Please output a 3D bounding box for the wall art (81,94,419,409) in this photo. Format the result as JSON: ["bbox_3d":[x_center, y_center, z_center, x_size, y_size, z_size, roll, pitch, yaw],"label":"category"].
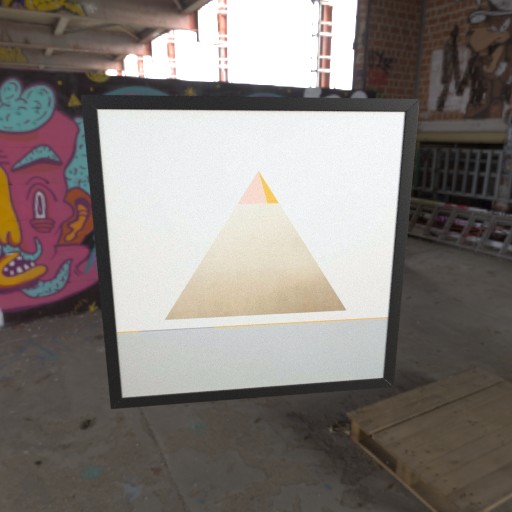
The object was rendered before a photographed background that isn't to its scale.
[{"bbox_3d":[0.000,0.000,0.451,0.304,0.303,0.037,-2,15,-8],"label":"wall art"}]
